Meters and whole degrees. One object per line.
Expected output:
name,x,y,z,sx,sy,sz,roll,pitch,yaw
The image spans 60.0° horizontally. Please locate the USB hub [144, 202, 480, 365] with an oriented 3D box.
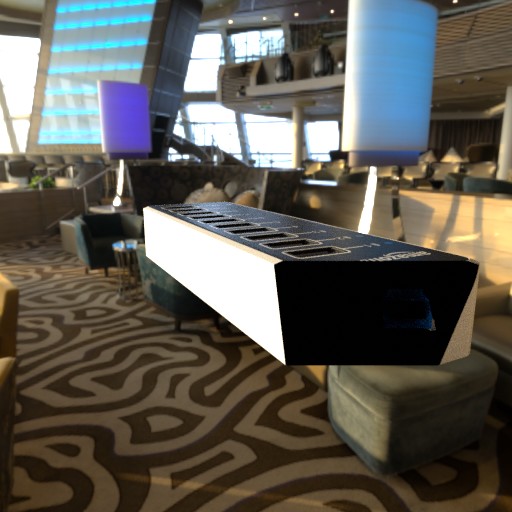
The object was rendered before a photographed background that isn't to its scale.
USB hub,0.000,0.000,0.156,0.044,0.023,0.145,-7,15,-27
